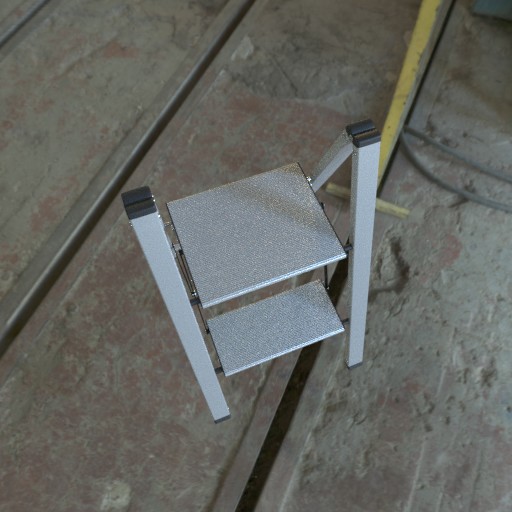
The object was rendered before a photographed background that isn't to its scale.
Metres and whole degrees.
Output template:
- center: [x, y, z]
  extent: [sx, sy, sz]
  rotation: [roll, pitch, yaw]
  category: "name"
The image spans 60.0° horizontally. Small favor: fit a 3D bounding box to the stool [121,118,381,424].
- center: [0.000, 0.000, 1.011]
  extent: [0.440, 0.670, 0.535]
  rotation: [-19, 65, -9]
  category: "stool"
